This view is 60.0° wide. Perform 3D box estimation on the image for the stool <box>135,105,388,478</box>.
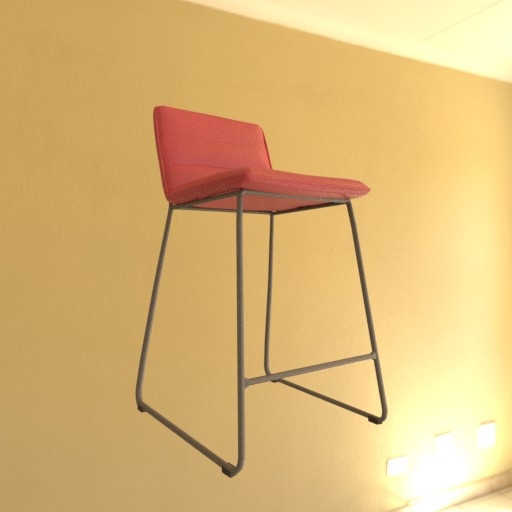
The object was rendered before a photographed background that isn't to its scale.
[{"bbox_3d":[0.000,0.000,1.193,0.489,0.866,0.524,-1,1,-36],"label":"stool"}]
